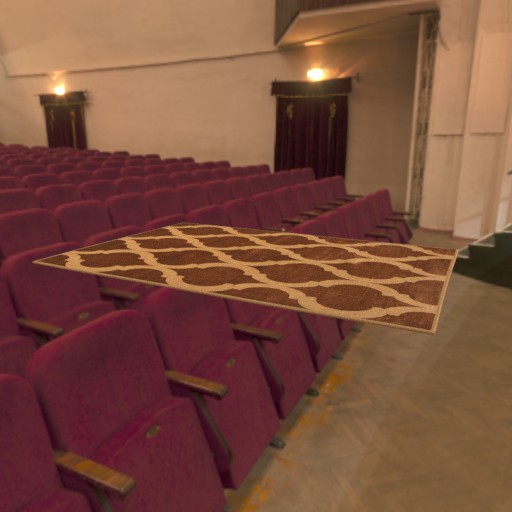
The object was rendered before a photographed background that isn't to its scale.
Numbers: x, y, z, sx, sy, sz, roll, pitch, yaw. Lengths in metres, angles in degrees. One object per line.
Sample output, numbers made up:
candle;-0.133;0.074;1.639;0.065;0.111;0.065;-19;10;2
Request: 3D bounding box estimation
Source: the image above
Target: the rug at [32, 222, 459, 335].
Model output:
rug;0.000;0.000;2.834;2.290;0.014;1.526;7;16;26
